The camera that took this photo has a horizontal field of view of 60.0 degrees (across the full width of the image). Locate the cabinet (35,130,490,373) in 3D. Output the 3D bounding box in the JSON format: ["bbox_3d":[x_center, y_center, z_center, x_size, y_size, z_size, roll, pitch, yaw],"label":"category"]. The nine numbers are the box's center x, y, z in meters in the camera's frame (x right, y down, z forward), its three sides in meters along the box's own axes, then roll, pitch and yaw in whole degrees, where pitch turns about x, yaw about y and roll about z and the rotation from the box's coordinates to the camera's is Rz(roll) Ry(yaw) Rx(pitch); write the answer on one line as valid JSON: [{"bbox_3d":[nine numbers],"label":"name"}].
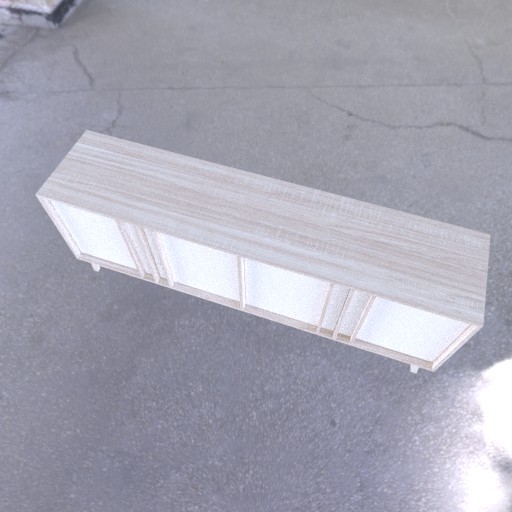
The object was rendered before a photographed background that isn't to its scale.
[{"bbox_3d":[0.000,0.000,2.515,2.200,0.780,0.500,16,59,10],"label":"cabinet"}]
